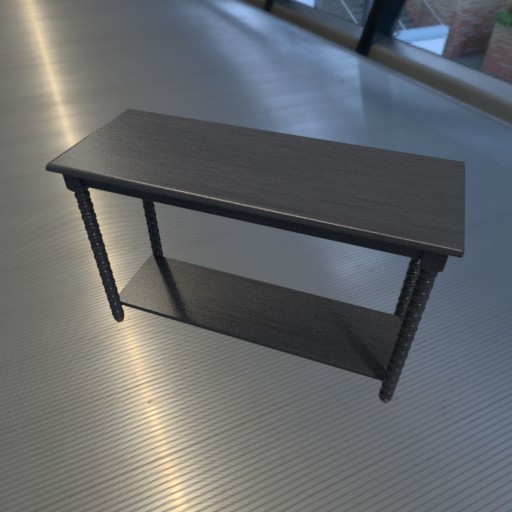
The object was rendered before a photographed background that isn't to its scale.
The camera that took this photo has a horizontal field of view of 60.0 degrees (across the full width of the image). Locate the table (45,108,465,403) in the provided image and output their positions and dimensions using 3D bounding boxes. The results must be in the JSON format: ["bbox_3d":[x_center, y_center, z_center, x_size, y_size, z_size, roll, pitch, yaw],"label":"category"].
[{"bbox_3d":[0.000,0.000,1.567,1.184,0.735,0.459,13,43,15],"label":"table"}]
